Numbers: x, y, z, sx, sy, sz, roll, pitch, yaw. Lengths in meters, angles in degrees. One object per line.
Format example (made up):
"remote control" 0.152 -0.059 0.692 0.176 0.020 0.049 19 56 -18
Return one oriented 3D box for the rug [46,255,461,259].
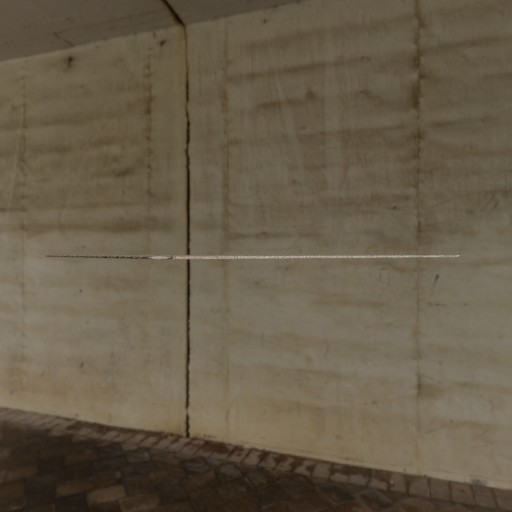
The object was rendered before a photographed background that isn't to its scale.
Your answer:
"rug" 0.000 0.000 2.272 1.726 0.009 1.278 0 0 -37
